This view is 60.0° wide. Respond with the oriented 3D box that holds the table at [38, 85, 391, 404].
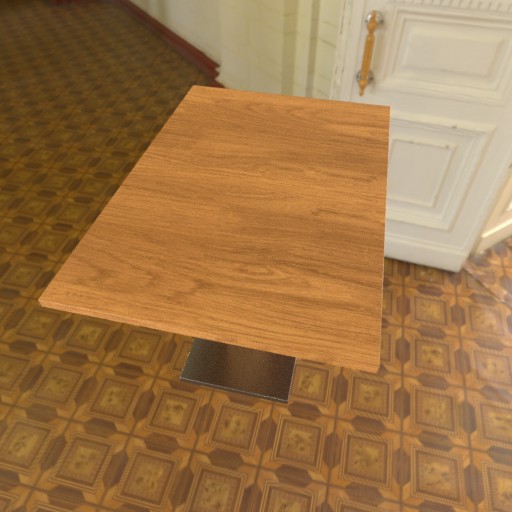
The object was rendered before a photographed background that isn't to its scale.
[{"bbox_3d":[0.000,0.000,1.834,0.900,0.770,1.300,9,47,9],"label":"table"}]
